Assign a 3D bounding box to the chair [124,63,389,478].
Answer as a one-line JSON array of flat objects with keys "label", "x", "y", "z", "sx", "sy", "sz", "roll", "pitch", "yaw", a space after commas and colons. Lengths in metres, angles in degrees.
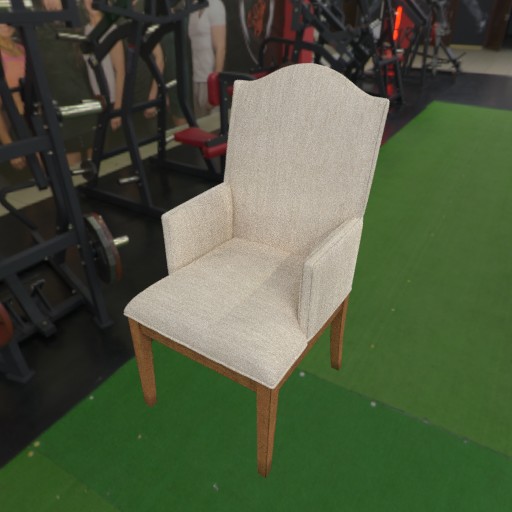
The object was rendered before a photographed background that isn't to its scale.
[{"label": "chair", "x": 0.000, "y": 0.000, "z": 1.348, "sx": 0.533, "sy": 1.016, "sz": 0.641, "roll": 19, "pitch": 36, "yaw": 28}]
